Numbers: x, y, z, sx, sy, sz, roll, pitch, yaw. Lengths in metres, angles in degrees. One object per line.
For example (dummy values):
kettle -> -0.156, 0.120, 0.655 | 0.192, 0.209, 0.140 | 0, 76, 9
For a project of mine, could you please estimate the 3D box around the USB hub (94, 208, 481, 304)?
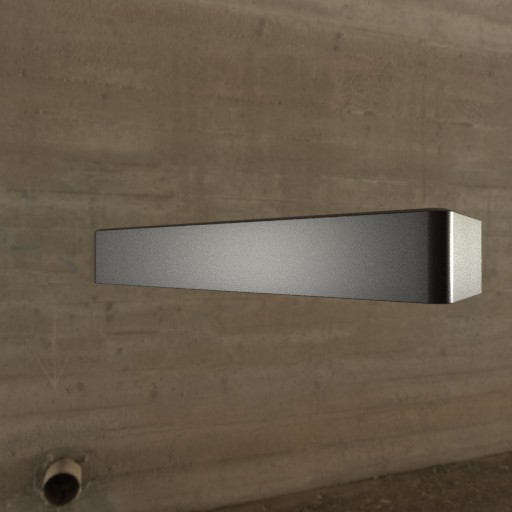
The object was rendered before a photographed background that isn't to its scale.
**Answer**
USB hub -> 0.000, 0.000, 0.164 | 0.145, 0.023, 0.044 | 0, 0, 37
